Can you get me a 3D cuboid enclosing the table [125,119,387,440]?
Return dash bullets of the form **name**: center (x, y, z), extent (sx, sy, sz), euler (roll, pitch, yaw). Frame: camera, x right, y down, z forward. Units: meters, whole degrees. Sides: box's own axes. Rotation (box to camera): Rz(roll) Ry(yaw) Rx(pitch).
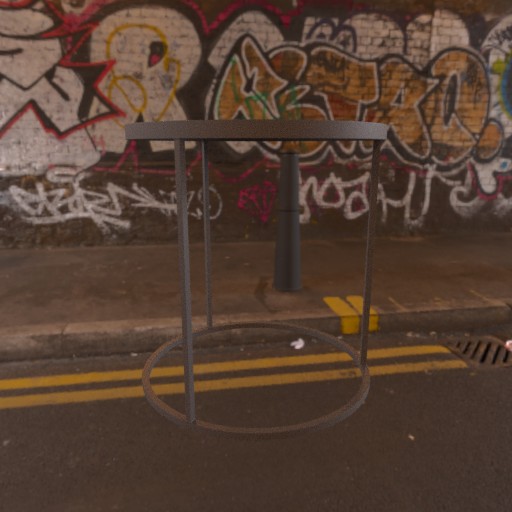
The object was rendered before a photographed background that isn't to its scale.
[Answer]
- **table**: center (0.000, 0.000, 0.884), extent (0.470, 0.498, 0.470), euler (0, 14, 0)
